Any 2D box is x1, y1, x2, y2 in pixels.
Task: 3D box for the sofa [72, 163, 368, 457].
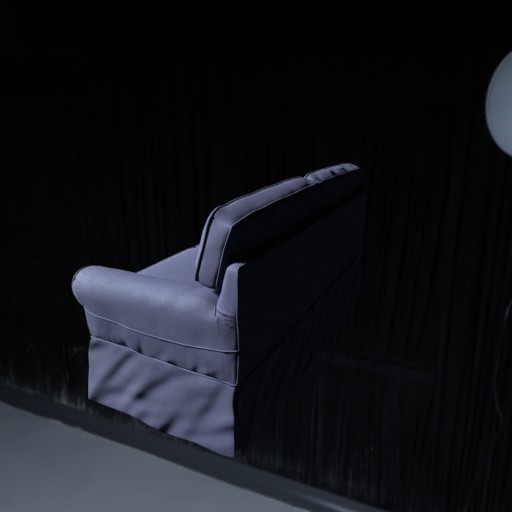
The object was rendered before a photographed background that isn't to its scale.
[{"bbox_3d":[0.000,0.000,2.909,0.983,1.094,2.256,8,19,25],"label":"sofa"}]
